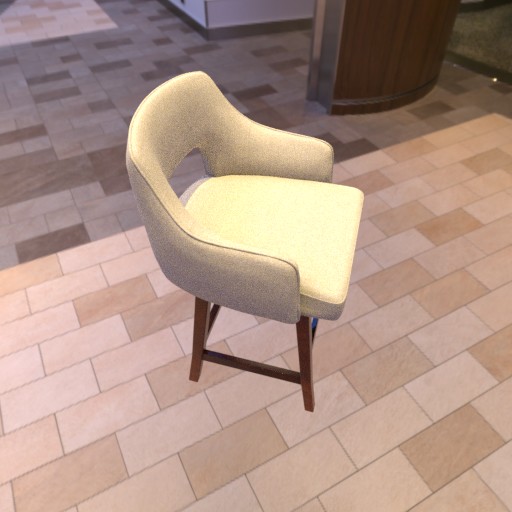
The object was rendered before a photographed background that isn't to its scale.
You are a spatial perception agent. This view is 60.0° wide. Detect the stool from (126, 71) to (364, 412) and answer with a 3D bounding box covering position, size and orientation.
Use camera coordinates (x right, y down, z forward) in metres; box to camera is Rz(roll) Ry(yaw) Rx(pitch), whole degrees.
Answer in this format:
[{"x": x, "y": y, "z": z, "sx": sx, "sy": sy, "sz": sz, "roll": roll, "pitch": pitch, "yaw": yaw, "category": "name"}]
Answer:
[{"x": 0.000, "y": 0.000, "z": 1.334, "sx": 0.560, "sy": 0.936, "sz": 0.550, "roll": 11, "pitch": 46, "yaw": 11, "category": "stool"}]
